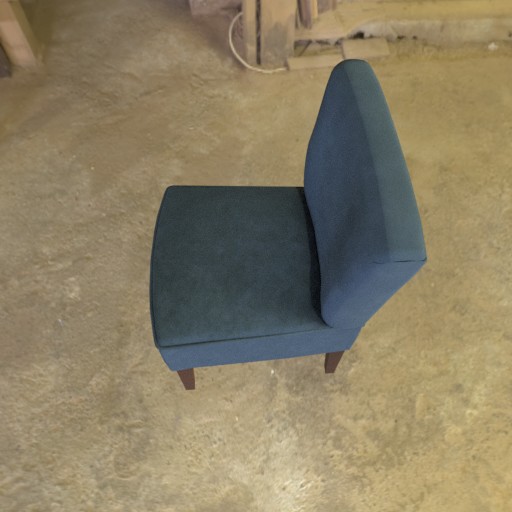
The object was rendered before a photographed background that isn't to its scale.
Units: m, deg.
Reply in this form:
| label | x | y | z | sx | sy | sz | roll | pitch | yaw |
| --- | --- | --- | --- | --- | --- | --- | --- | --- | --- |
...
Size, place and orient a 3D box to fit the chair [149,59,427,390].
| label | x | y | z | sx | sy | sz | roll | pitch | yaw |
| --- | --- | --- | --- | --- | --- | --- | --- | --- | --- |
| chair | 0.000 | 0.000 | 1.173 | 0.551 | 0.806 | 0.521 | -2 | 59 | -2 |
